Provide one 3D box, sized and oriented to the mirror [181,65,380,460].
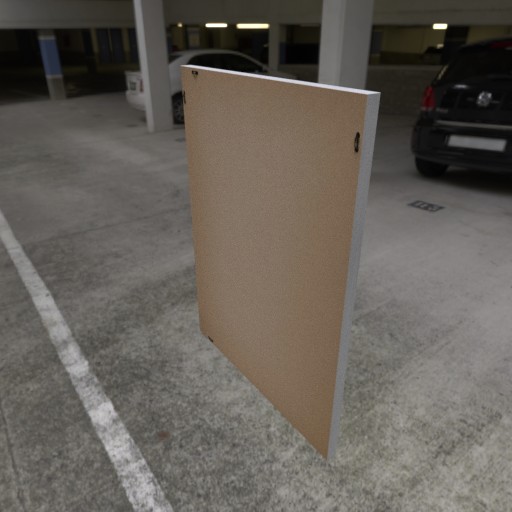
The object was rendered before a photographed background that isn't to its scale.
[{"bbox_3d":[0.000,0.000,1.343,0.041,1.016,0.762,-18,33,-31],"label":"mirror"}]
